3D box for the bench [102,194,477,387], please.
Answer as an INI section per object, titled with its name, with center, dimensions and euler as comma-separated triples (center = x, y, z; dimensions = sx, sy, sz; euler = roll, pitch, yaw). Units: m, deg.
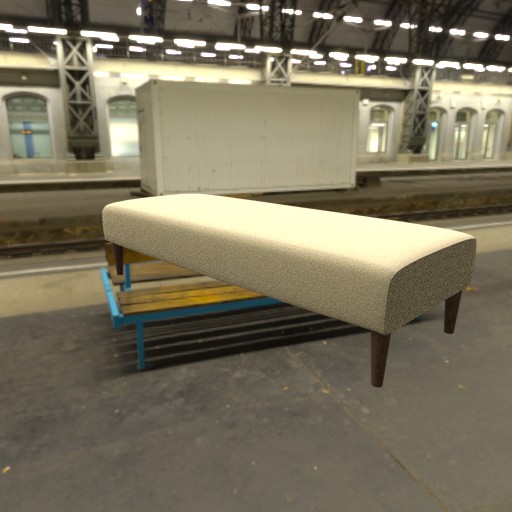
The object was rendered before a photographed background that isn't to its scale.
[bench]
center = 0.000, 0.000, 1.933
dimensions = 0.646, 0.393, 1.609
euler = -15, 21, -43
